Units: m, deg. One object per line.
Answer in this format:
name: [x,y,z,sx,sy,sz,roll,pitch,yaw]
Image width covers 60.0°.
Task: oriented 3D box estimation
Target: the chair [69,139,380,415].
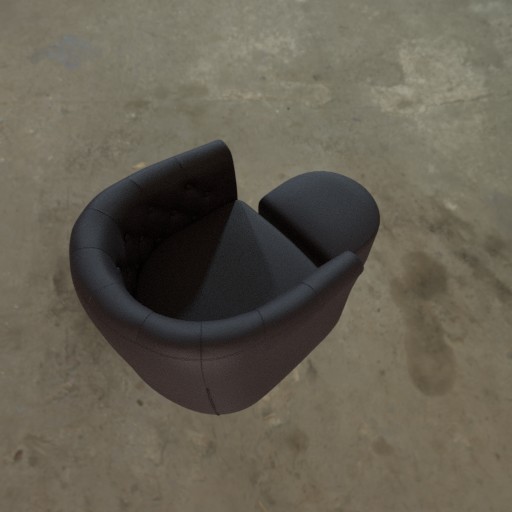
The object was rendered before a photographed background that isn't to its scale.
chair: [0.000,0.000,1.657,1.191,0.760,0.763,-36,64,-21]
